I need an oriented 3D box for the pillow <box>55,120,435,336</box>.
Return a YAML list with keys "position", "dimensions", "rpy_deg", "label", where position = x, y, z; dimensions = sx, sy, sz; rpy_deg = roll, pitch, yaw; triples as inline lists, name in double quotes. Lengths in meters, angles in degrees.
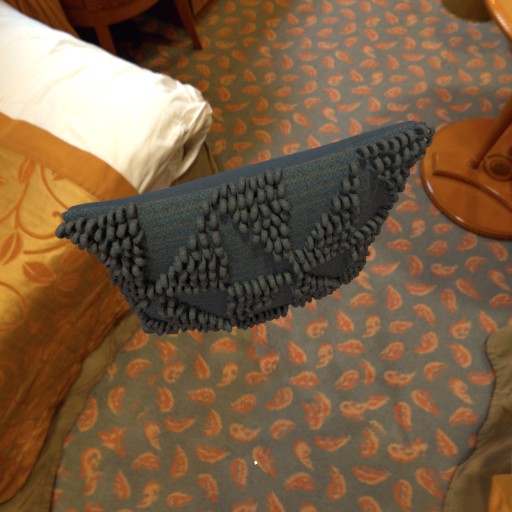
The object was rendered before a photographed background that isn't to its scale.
- position: [0.000, 0.000, 0.717]
  dimensions: [0.469, 0.466, 0.172]
  rpy_deg: [-16, 66, -7]
  label: "pillow"
